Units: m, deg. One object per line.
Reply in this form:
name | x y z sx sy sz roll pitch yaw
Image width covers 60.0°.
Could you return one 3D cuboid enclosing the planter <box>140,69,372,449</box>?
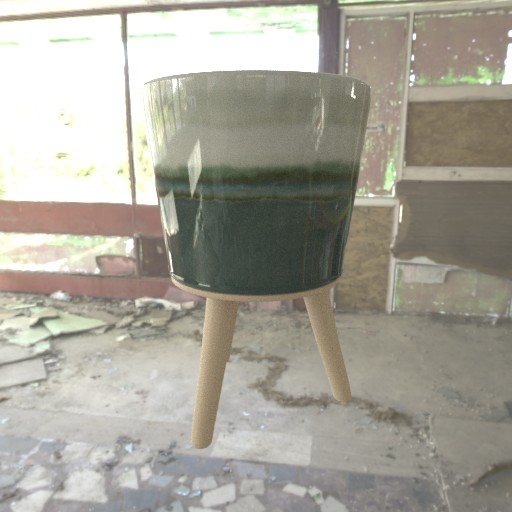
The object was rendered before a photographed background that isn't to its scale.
planter | 0.000 0.000 0.464 0.217 0.331 0.217 -13 19 -43
